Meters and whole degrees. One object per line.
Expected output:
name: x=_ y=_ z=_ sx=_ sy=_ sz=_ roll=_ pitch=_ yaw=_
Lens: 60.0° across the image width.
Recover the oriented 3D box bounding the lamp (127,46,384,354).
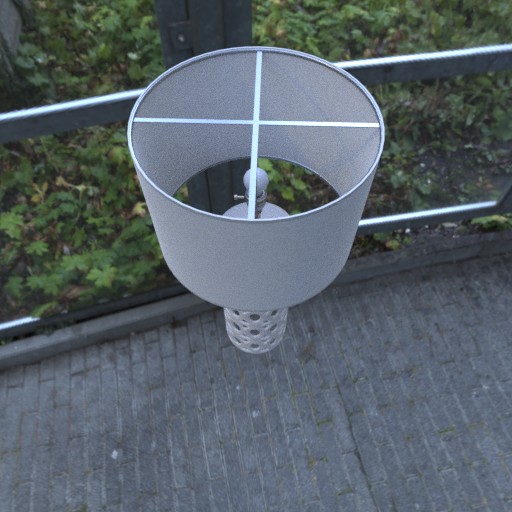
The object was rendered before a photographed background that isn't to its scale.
lamp: x=0.000 y=0.000 z=0.833 sx=0.324 sy=0.636 sz=0.325 roll=2 pitch=57 yaw=1
